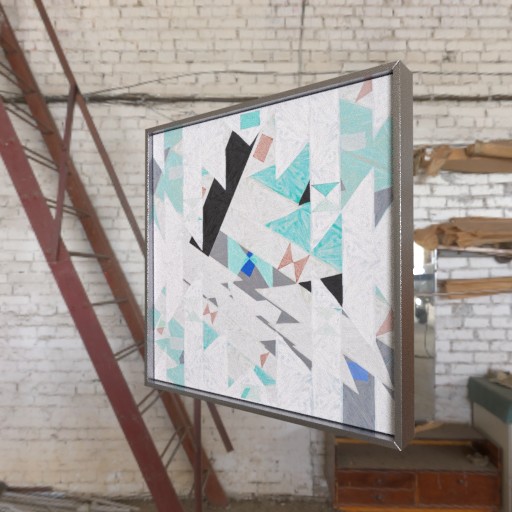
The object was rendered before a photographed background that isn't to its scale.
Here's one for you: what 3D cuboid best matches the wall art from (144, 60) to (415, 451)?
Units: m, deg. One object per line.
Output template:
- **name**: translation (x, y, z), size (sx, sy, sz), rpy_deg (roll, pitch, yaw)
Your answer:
- **wall art**: translation (0.000, 0.000, 0.515), size (0.350, 0.350, 0.038), rpy_deg (-1, -1, 36)
